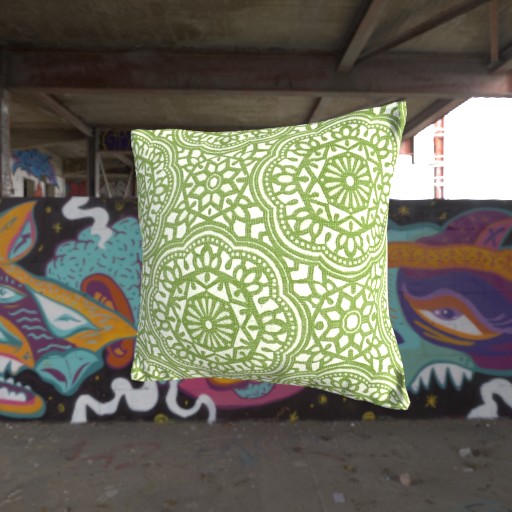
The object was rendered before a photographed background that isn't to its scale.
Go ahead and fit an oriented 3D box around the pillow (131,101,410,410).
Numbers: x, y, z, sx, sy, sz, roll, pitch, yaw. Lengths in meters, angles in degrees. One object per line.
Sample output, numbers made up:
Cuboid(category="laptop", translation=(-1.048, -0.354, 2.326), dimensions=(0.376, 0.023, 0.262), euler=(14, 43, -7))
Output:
Cuboid(category="pillow", translation=(0.000, 0.000, 0.669), dimensions=(0.440, 0.419, 0.162), euler=(0, 0, 18))
